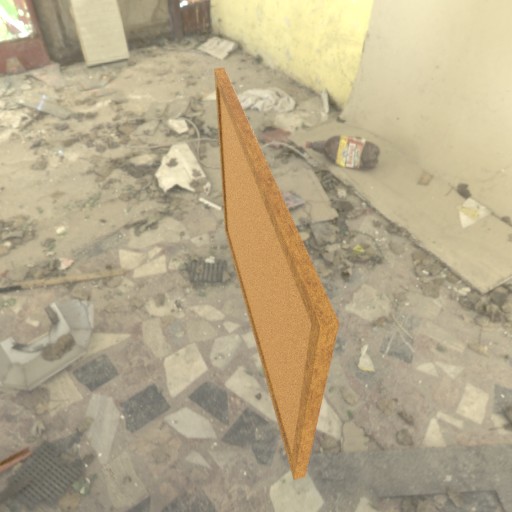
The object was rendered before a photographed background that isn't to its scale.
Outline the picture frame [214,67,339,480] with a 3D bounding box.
[{"bbox_3d":[0.000,0.000,1.167,0.029,0.621,0.922,-9,46,-9],"label":"picture frame"}]
